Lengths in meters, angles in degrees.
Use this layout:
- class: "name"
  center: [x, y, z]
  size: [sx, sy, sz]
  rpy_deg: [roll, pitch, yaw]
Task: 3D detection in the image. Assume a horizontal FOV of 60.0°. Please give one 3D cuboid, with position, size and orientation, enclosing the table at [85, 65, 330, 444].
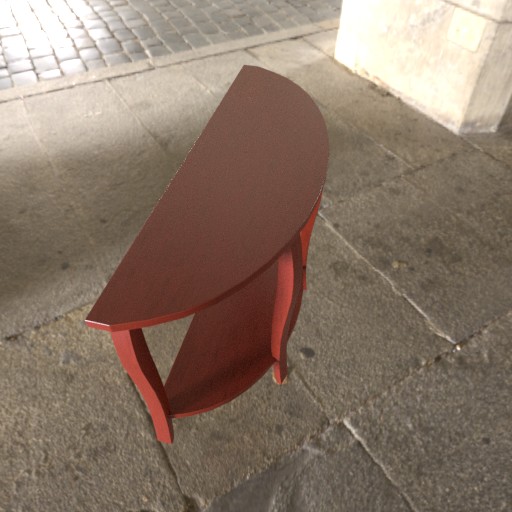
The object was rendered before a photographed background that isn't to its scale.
- class: "table"
  center: [0.000, 0.000, 1.545]
  size: [0.405, 0.779, 1.219]
  rpy_deg: [10, 48, 10]
